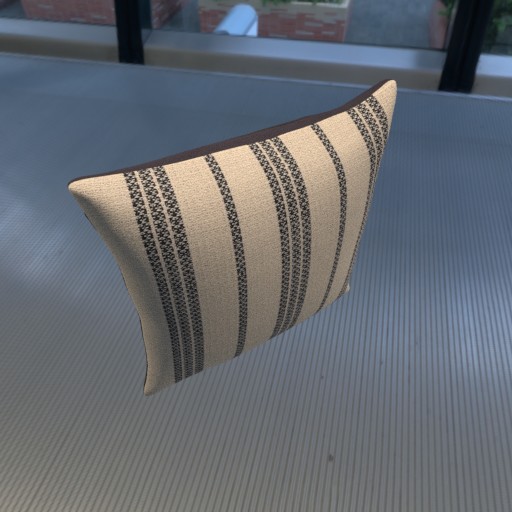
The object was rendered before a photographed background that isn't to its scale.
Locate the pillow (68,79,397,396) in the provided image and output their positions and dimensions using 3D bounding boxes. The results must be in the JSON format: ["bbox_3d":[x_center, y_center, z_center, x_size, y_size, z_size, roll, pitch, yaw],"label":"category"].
[{"bbox_3d":[0.000,0.000,0.615,0.405,0.406,0.173,-24,51,-21],"label":"pillow"}]
